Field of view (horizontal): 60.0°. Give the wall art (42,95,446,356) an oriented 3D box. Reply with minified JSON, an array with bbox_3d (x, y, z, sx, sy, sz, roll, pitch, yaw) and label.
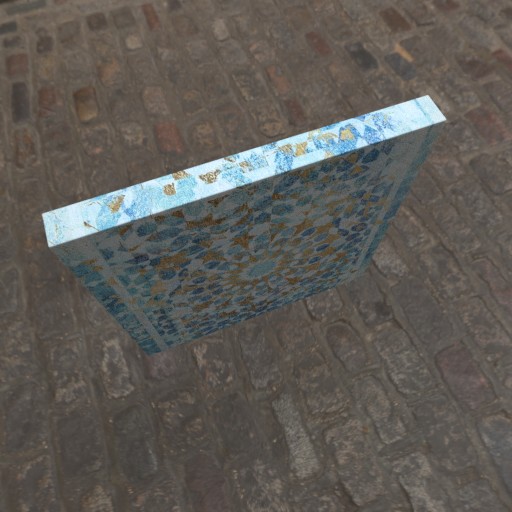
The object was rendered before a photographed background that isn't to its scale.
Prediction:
[{"bbox_3d":[0.000,0.000,0.611,0.405,0.405,0.037,-19,65,-9],"label":"wall art"}]
